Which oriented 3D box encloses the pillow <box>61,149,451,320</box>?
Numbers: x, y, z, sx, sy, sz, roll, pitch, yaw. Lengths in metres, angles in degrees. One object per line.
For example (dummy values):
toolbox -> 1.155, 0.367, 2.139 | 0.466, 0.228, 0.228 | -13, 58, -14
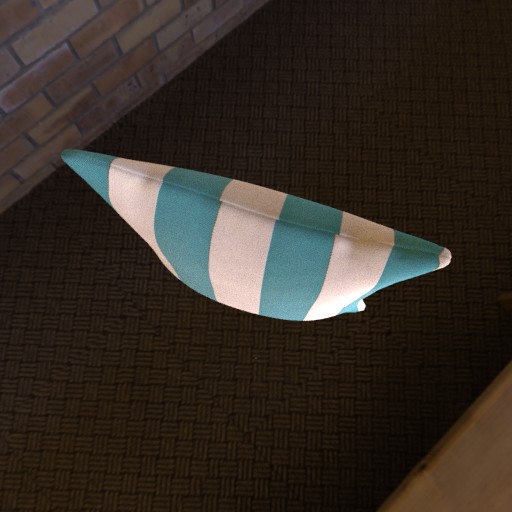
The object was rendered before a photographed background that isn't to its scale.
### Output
pillow -> 0.000, 0.000, 0.818 | 0.536, 0.526, 0.189 | 15, 77, 3
